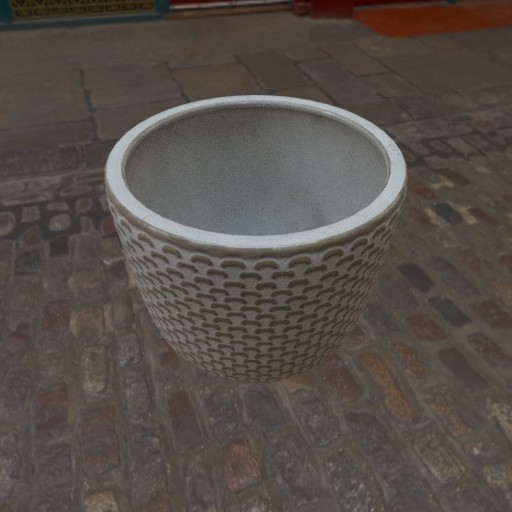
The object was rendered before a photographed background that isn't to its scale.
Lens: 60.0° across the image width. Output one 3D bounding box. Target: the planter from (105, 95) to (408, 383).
[{"bbox_3d":[0.000,0.000,0.308,0.173,0.160,0.173,0,42,0],"label":"planter"}]
